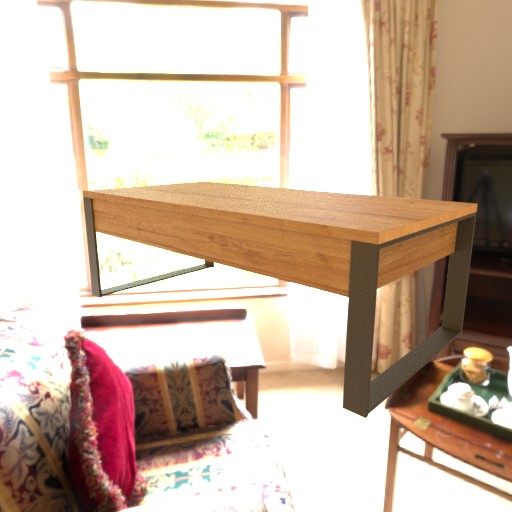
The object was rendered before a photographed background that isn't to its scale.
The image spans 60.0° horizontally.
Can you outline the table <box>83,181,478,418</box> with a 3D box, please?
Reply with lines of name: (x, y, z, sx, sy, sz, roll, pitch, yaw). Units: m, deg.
table: (0.000, 0.000, 1.487, 1.180, 0.400, 0.590, 13, 19, 41)
